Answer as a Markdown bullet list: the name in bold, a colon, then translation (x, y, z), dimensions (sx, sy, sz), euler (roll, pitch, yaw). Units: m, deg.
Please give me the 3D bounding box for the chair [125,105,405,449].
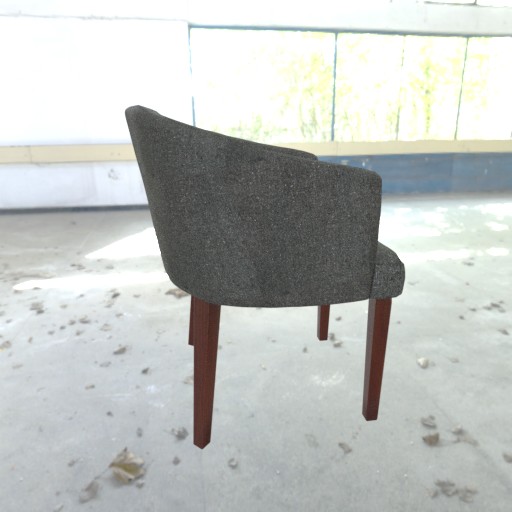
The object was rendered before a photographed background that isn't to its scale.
- **chair**: translation (0.000, 0.000, 1.261), dimensions (0.655, 0.811, 0.583), euler (-3, 18, -9)
